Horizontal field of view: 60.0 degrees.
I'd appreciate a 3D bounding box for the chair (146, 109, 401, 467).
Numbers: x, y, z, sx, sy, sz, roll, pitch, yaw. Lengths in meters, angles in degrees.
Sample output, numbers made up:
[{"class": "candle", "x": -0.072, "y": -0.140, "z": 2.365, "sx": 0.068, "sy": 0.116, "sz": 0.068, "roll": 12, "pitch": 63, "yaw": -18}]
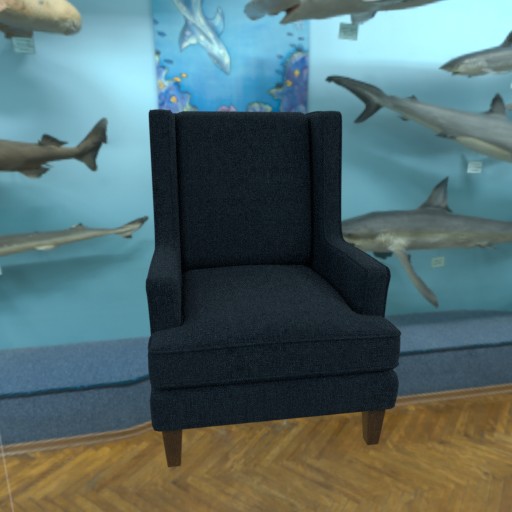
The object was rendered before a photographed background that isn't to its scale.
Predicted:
[{"class": "chair", "x": 0.000, "y": 0.000, "z": 1.667, "sx": 0.764, "sy": 1.072, "sz": 0.947, "roll": -2, "pitch": 15, "yaw": -9}]
